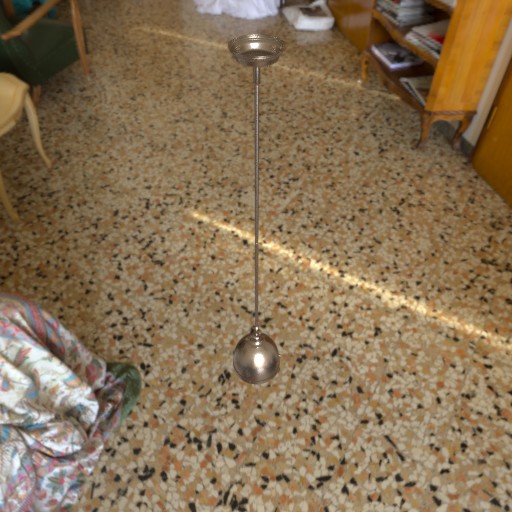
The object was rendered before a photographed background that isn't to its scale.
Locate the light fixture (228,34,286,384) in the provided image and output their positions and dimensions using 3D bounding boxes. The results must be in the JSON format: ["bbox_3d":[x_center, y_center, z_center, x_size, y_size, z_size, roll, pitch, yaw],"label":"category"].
[{"bbox_3d":[0.000,0.000,1.487,0.217,1.367,0.211,33,54,28],"label":"light fixture"}]
